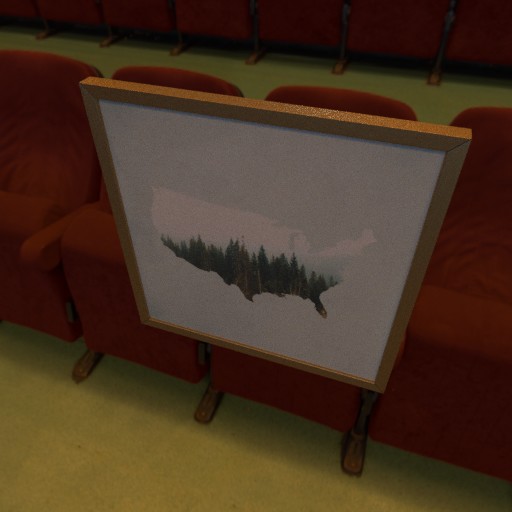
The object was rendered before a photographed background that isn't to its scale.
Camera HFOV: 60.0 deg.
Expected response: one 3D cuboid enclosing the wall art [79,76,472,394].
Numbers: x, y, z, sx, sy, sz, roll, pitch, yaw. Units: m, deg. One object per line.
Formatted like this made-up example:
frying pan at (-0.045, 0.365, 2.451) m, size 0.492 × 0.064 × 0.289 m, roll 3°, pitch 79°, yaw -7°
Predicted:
wall art at (0.000, 0.000, 1.084) m, size 0.762 × 0.762 × 0.038 m, roll 13°, pitch 43°, yaw 14°
